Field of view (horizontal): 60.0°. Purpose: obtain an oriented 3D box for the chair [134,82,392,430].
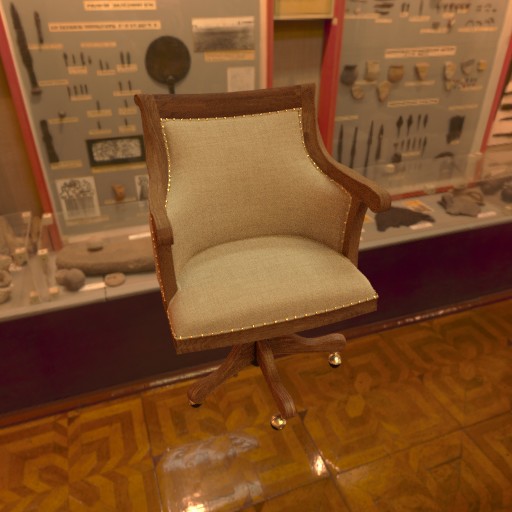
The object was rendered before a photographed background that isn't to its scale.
[{"bbox_3d":[0.000,0.000,1.465,0.656,0.965,0.689,-10,33,-15],"label":"chair"}]
